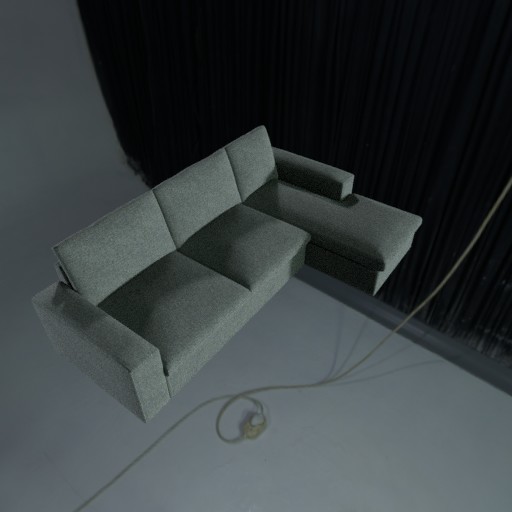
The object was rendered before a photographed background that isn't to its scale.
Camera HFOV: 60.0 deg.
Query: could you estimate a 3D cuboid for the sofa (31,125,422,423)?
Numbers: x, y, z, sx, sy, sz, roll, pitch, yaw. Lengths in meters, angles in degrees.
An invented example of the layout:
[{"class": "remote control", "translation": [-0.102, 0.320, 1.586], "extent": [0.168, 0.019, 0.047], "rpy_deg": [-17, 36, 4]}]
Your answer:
[{"class": "sofa", "translation": [0.000, 0.000, 3.444], "extent": [1.689, 0.940, 2.718], "rpy_deg": [26, 47, 27]}]
